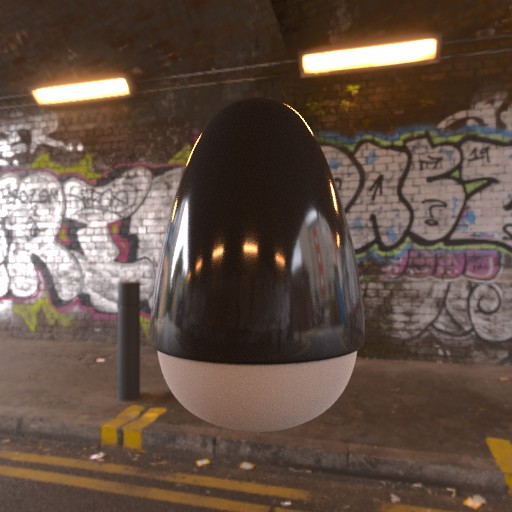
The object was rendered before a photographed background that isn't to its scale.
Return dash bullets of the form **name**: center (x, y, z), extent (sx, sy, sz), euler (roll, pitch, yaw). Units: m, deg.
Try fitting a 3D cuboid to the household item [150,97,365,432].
- **household item**: center (0.000, 0.000, 0.217), extent (0.102, 0.152, 0.104), euler (0, 0, -35)
